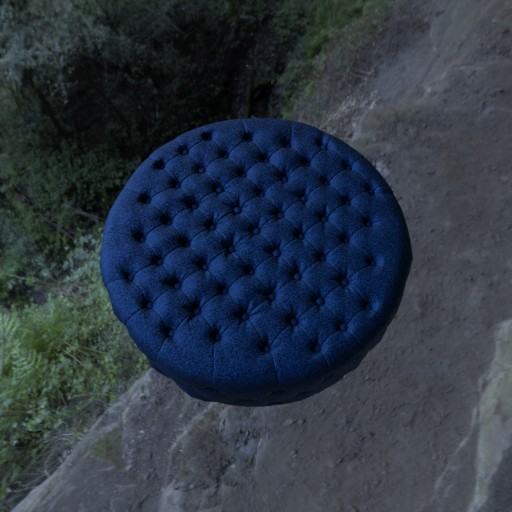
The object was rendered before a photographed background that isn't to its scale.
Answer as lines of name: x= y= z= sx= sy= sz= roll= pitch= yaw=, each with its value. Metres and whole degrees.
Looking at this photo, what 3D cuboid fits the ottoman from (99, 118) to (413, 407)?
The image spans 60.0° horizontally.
ottoman: x=0.000 y=0.000 z=1.547 sx=0.998 sy=0.398 sz=0.998 roll=0 pitch=64 yaw=0
